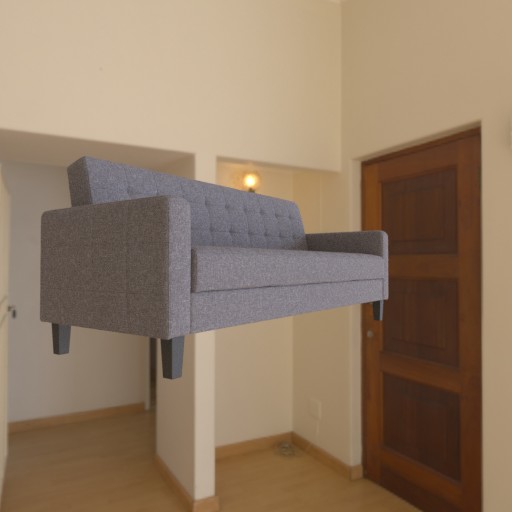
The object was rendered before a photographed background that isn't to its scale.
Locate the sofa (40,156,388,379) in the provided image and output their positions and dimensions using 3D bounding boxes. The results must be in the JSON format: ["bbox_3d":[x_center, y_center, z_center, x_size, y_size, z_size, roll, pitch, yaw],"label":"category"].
[{"bbox_3d":[0.000,0.000,2.450,0.810,0.850,2.040,-1,-1,36],"label":"sofa"}]
